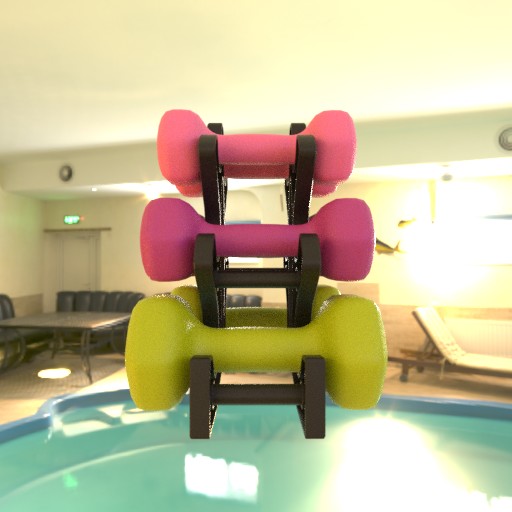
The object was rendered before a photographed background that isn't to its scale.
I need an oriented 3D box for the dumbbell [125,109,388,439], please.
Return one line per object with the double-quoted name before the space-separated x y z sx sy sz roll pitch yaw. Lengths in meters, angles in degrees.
"dumbbell" 0.000 0.000 0.440 0.203 0.261 0.257 0 -1 0
